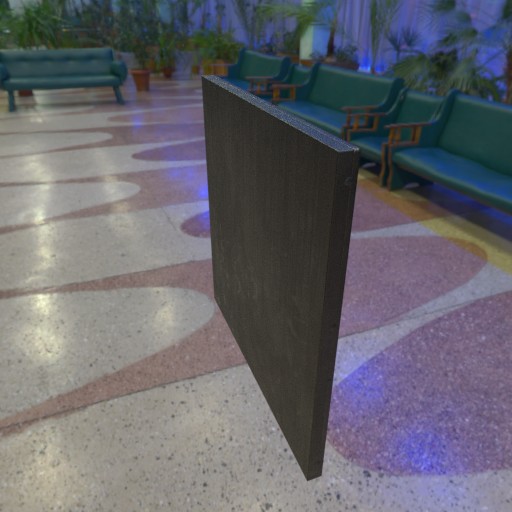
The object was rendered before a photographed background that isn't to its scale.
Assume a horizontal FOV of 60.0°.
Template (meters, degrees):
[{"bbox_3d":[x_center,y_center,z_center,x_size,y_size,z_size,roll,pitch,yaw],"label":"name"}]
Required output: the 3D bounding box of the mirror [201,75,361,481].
[{"bbox_3d":[0.000,0.000,0.564,0.020,0.381,0.382,-11,32,-18],"label":"mirror"}]
